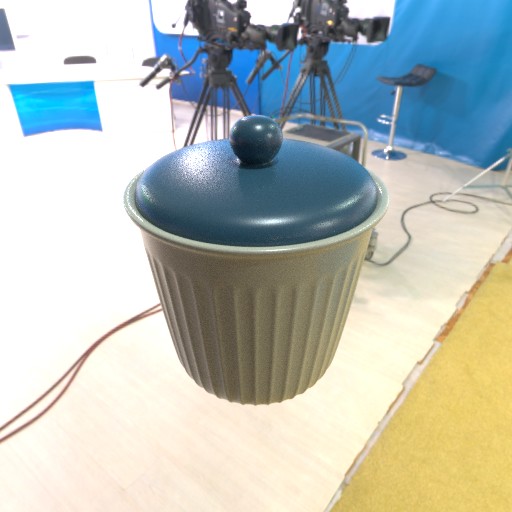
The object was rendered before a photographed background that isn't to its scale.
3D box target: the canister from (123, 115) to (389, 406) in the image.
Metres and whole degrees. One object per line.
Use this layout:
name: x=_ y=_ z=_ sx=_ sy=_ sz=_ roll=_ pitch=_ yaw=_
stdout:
canister: x=0.000 y=0.000 z=0.341 sx=0.181 sy=0.211 sz=0.181 roll=0 pitch=32 yaw=0
